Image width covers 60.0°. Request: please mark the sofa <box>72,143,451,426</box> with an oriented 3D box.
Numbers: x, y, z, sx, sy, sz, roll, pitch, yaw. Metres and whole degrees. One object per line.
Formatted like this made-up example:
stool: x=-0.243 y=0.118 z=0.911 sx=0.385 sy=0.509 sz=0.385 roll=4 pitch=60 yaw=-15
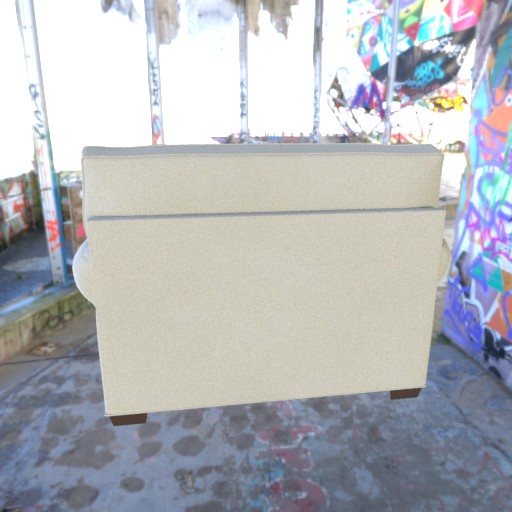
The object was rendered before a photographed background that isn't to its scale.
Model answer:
sofa: x=0.000 y=0.000 z=2.002 sx=1.405 sy=1.006 sz=0.937 roll=-2 pitch=16 yaw=-8
